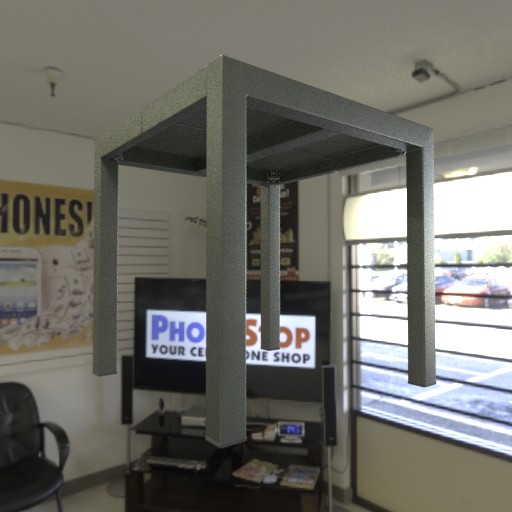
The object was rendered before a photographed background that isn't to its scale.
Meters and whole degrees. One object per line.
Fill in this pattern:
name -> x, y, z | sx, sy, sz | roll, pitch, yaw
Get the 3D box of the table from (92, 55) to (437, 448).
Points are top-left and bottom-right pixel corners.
table -> 0.000, 0.000, 0.924 | 0.508, 0.508, 0.508 | 1, -2, -38
